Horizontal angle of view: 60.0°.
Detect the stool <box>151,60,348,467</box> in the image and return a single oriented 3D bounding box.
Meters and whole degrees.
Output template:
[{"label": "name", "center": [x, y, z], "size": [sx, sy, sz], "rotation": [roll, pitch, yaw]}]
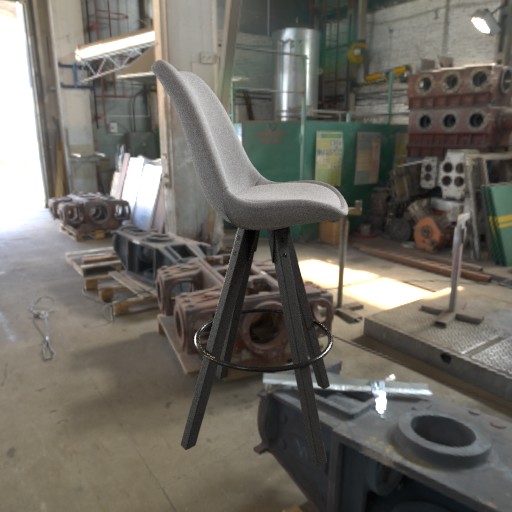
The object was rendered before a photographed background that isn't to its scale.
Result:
[{"label": "stool", "center": [0.000, 0.000, 1.388], "size": [0.550, 1.115, 0.485], "rotation": [3, 15, 10]}]
